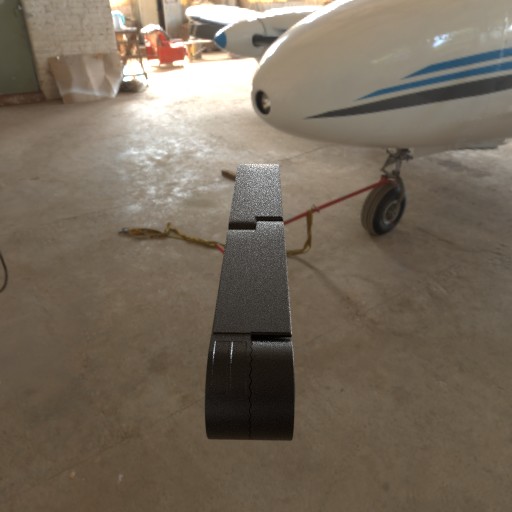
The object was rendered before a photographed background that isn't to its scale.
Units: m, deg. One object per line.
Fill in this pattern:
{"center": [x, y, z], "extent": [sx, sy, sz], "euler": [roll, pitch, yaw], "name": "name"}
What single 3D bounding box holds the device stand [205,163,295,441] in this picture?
{"center": [0.000, 0.000, 0.197], "extent": [0.026, 0.030, 0.179], "euler": [1, 32, 1], "name": "device stand"}
